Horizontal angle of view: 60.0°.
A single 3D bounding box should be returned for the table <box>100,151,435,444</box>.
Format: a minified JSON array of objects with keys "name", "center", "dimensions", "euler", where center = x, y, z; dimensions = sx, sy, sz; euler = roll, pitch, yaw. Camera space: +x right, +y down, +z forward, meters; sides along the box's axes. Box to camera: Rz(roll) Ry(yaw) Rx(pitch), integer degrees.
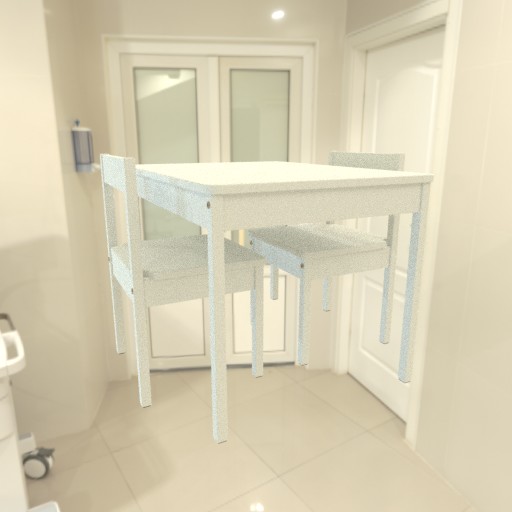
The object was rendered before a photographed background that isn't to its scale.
[{"name":"table","center":[0.000,0.000,1.116],"dimensions":[0.672,0.503,0.650],"euler":[-7,16,-26]}]
